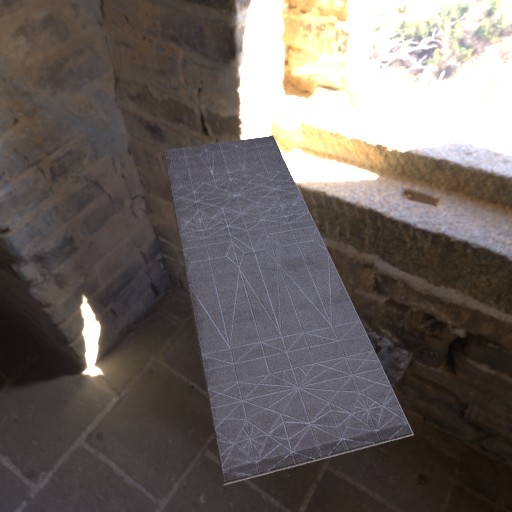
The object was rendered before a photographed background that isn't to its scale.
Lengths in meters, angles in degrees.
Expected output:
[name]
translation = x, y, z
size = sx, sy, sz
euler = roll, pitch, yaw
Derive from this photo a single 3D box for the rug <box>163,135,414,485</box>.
[rug]
translation = 0.000, 0.000, 2.668
size = 0.864, 0.012, 2.388
euler = -10, 50, -9
